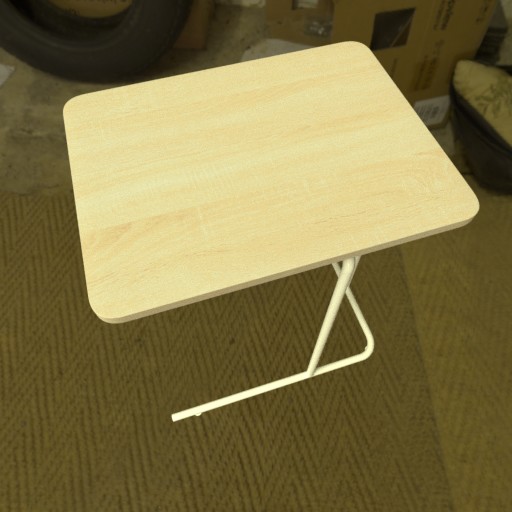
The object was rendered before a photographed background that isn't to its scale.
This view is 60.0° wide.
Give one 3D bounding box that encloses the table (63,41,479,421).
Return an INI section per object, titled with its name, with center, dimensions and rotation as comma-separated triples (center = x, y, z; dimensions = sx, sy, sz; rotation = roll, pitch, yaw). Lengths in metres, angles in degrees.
[table]
center = 0.000, 0.000, 0.830
dimensions = 0.480, 0.550, 0.370
rotation = -15, 60, -9
